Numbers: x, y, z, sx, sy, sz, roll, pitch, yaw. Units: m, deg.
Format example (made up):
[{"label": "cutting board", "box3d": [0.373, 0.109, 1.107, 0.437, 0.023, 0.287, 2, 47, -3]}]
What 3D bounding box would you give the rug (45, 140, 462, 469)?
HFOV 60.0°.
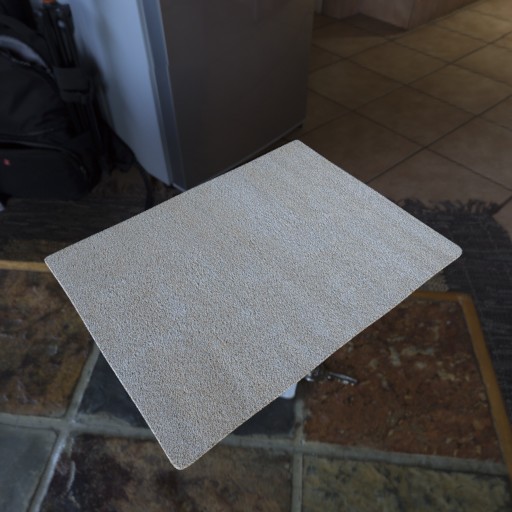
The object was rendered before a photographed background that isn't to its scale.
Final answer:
[{"label": "rug", "box3d": [0.000, 0.000, 2.106, 1.600, 0.025, 1.199, -30, 55, -25]}]
